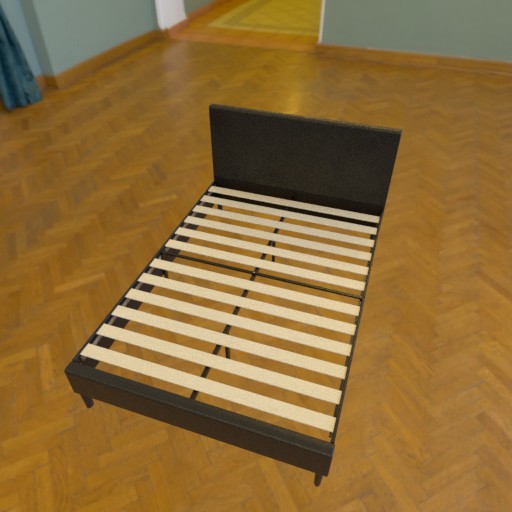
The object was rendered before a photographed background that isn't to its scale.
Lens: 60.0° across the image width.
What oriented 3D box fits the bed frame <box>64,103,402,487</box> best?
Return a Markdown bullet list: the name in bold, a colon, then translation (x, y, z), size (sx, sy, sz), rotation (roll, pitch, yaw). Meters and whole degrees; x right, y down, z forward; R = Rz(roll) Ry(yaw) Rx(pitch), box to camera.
- **bed frame**: translation (0.000, 0.000, 2.890), size (1.469, 1.046, 2.152), rotation (12, 42, 14)
